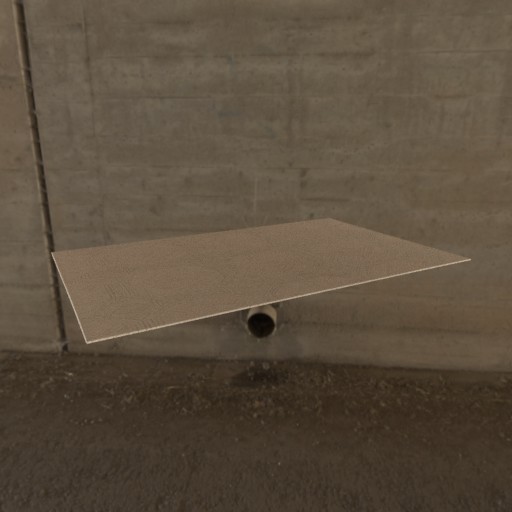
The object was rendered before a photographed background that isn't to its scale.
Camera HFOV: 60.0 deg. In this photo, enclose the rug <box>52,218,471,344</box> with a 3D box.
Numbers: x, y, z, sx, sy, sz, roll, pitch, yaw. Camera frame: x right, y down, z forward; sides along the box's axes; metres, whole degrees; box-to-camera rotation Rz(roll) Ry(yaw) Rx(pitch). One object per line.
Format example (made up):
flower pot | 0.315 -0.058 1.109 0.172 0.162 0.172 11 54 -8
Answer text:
rug | 0.000 0.000 3.034 2.440 0.008 1.524 -9 19 -27
